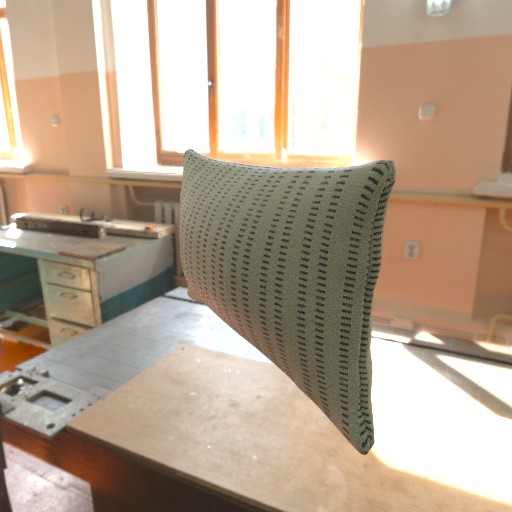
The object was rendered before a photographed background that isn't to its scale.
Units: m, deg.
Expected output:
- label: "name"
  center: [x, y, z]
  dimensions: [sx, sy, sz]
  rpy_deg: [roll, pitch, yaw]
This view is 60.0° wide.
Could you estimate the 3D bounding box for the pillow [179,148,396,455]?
- label: "pillow"
  center: [0.000, 0.000, 0.772]
  dimensions: [0.210, 0.353, 0.640]
  rpy_deg: [-8, 17, -27]
